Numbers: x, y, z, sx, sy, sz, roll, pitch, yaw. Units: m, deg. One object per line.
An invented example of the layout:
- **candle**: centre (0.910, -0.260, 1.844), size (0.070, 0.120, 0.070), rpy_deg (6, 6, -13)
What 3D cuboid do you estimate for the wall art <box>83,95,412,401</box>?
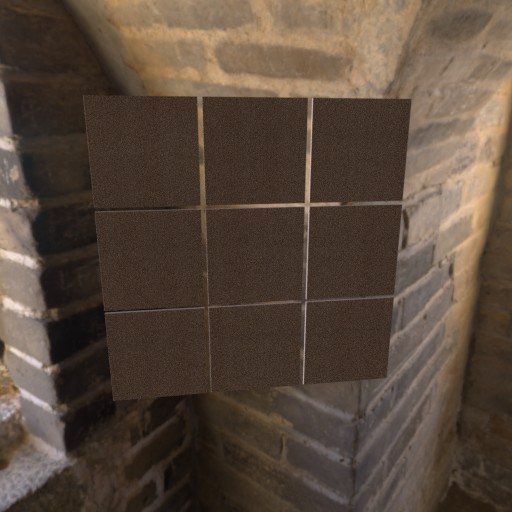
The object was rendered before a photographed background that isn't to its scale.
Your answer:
- **wall art**: centre (0.000, 0.000, 1.801), size (1.219, 1.218, 0.013), rpy_deg (-2, 16, -8)
